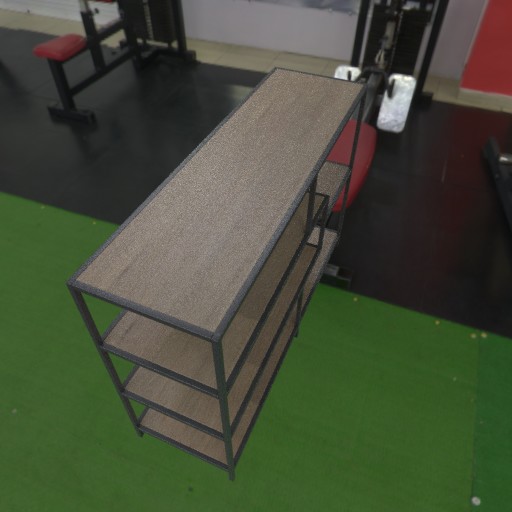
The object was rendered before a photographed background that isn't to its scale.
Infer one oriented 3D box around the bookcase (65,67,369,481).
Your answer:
[{"bbox_3d":[0.000,0.000,1.498,0.350,0.780,1.140,18,49,16],"label":"bookcase"}]
